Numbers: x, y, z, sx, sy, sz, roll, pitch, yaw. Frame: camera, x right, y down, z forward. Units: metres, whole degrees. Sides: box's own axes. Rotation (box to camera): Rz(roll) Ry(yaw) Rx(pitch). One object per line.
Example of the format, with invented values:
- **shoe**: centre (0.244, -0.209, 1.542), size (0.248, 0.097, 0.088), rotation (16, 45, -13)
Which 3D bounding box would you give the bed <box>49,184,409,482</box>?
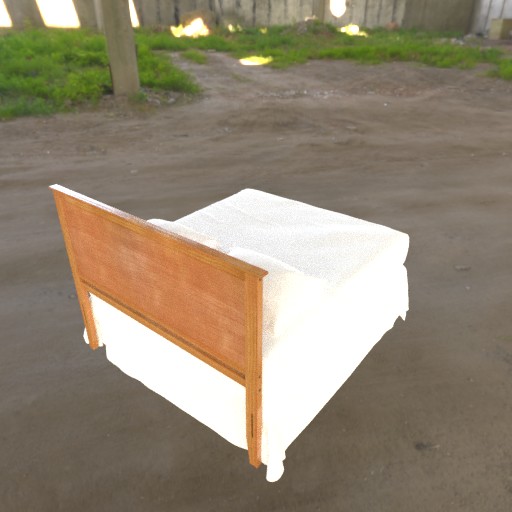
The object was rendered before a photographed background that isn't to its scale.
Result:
- **bed**: centre (0.000, 0.000, 3.248), size (1.870, 1.273, 2.035), rotation (22, 36, 33)
